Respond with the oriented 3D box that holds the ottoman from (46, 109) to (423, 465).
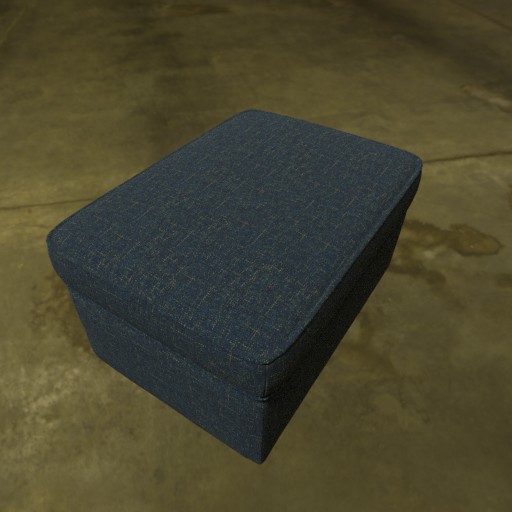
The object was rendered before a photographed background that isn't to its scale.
[{"bbox_3d":[0.000,0.000,1.090,0.549,0.450,0.749,24,47,24],"label":"ottoman"}]
